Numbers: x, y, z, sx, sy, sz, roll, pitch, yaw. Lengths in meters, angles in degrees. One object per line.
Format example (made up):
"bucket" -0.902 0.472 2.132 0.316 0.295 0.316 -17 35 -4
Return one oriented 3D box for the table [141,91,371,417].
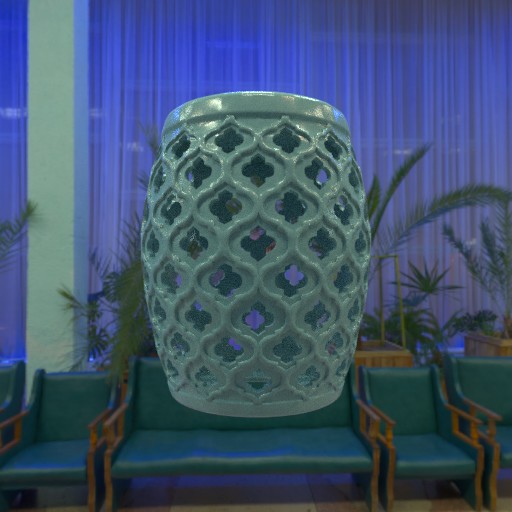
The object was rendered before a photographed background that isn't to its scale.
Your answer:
"table" 0.000 0.000 0.647 0.325 0.388 0.325 0 -1 0
